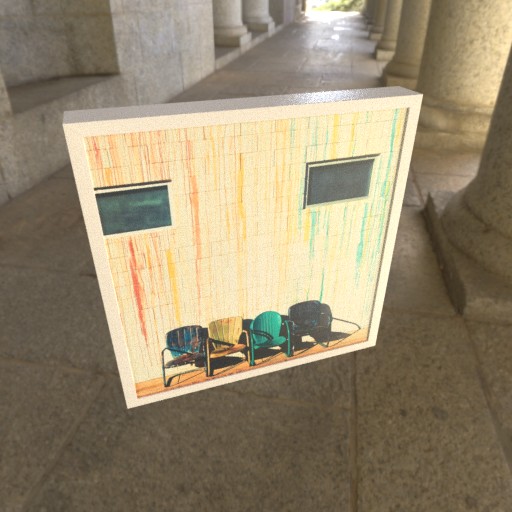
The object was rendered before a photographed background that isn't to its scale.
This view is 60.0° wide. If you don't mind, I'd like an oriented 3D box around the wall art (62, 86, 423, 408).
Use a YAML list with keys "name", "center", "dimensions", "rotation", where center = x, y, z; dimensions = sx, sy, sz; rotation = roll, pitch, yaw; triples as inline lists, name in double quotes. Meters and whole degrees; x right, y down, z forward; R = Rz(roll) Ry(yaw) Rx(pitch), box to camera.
- name: "wall art"
  center: [0.000, 0.000, 0.453]
  dimensions: [0.305, 0.305, 0.038]
  rotation: [-10, 33, -16]
